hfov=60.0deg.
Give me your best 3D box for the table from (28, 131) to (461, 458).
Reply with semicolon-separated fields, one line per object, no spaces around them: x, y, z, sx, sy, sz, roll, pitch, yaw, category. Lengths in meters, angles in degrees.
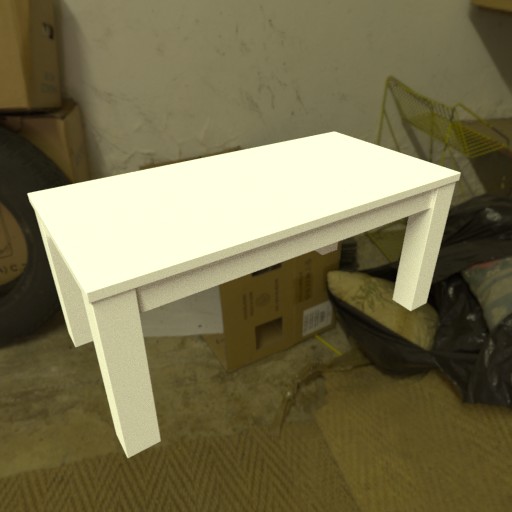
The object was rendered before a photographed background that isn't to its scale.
0.000;0.000;2.247;1.800;0.790;0.900;-19;36;-29;table
